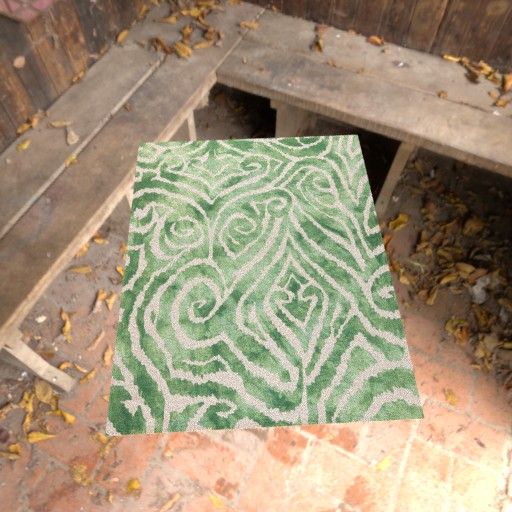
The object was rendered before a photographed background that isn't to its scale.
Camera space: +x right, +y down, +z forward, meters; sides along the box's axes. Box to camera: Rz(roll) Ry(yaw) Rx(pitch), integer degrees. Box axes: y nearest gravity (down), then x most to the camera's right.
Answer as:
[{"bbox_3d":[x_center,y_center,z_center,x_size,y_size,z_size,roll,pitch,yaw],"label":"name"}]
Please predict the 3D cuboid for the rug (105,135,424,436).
[{"bbox_3d":[0.000,0.000,4.156,2.436,0.007,3.045,-3,59,-2],"label":"rug"}]
